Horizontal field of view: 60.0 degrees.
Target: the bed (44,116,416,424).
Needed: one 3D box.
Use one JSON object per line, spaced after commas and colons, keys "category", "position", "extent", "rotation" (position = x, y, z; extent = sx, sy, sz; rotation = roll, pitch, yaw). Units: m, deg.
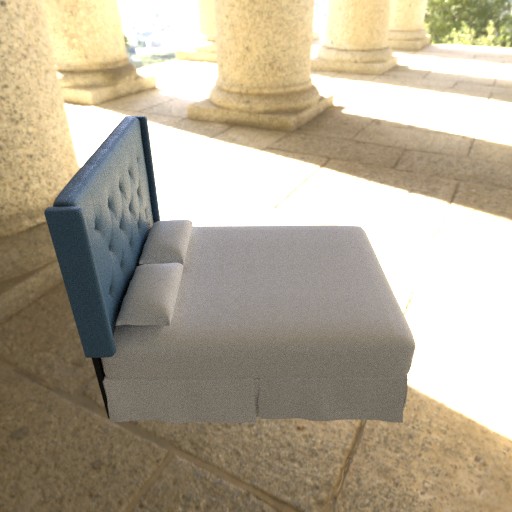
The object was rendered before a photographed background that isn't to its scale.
{"category": "bed", "position": [0.000, 0.000, 3.297], "extent": [2.078, 1.665, 1.719], "rotation": [-1, 32, -1]}
